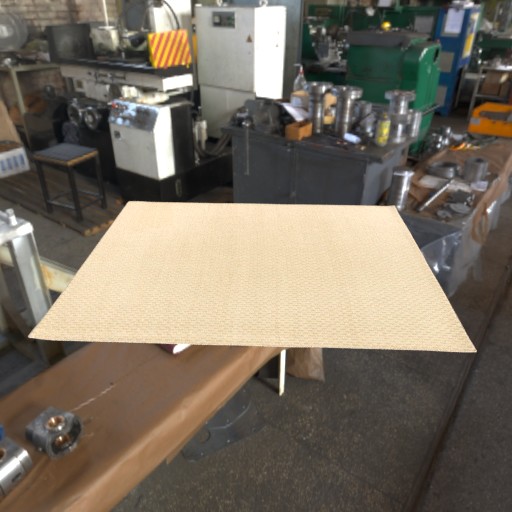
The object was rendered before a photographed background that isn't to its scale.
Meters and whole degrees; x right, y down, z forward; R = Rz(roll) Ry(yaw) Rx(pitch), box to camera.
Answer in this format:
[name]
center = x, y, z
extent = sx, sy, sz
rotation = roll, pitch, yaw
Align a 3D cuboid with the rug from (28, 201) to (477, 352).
[rug]
center = 0.000, 0.000, 3.829
extent = 2.897, 0.035, 2.277
rotation = 1, 30, 2
